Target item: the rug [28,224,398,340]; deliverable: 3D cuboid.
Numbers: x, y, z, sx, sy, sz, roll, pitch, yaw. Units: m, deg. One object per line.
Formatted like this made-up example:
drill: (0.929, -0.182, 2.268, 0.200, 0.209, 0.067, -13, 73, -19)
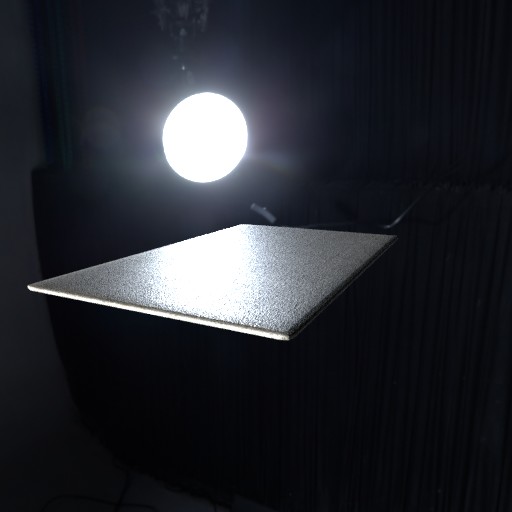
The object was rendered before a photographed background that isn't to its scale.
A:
rug: (0.000, 0.000, 3.110, 1.539, 0.024, 2.469, 6, 14, 26)
